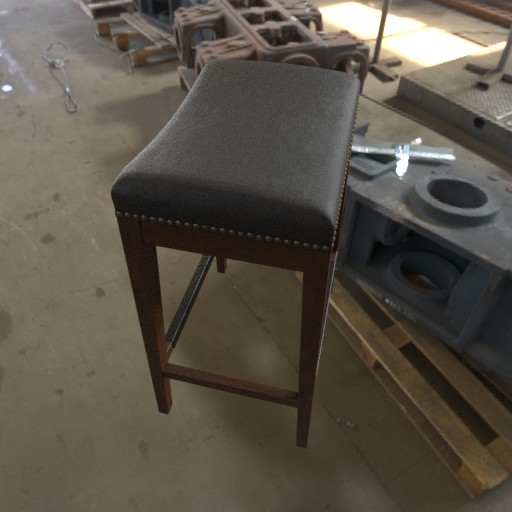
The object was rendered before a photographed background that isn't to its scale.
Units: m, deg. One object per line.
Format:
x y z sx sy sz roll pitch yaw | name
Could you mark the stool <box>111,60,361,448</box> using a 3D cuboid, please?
0.000 0.000 0.952 0.353 0.664 0.490 10 46 10 | stool
